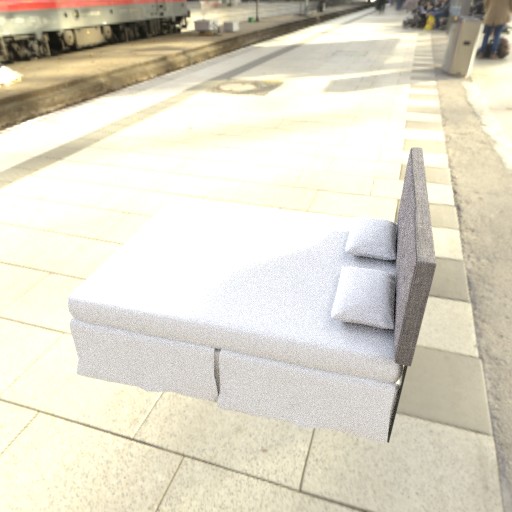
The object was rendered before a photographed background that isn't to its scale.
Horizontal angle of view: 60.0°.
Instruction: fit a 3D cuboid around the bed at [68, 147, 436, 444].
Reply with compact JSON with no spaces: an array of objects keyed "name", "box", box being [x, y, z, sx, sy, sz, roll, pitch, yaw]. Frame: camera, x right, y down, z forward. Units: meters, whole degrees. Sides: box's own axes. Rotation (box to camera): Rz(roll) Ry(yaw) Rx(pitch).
[{"name":"bed","box":[0.000,0.000,2.964,1.958,1.168,1.621,8,32,13]}]
